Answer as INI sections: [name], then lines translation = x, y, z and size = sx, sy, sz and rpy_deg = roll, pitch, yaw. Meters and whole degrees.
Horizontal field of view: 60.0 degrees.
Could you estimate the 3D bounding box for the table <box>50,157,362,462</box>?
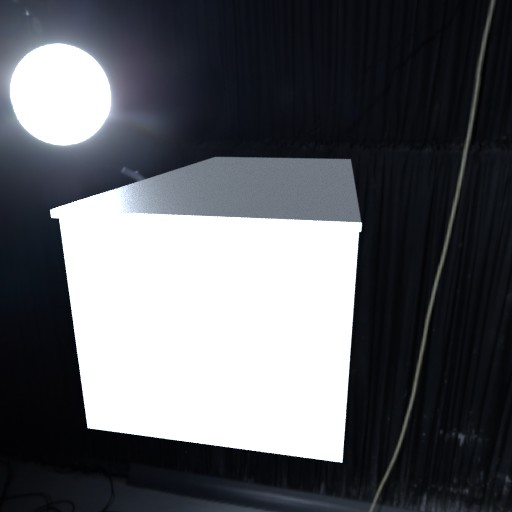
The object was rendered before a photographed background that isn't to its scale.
[table]
translation = 0.000, 0.000, 1.218
size = 0.500, 0.441, 1.000
rpy_deg = 3, 18, 10
